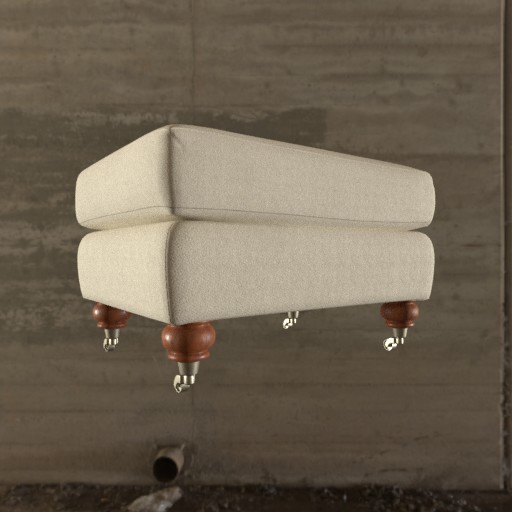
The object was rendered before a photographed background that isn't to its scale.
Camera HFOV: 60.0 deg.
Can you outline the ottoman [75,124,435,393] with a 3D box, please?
[{"bbox_3d":[0.000,0.000,1.136,0.773,0.499,0.569,0,0,-36],"label":"ottoman"}]
